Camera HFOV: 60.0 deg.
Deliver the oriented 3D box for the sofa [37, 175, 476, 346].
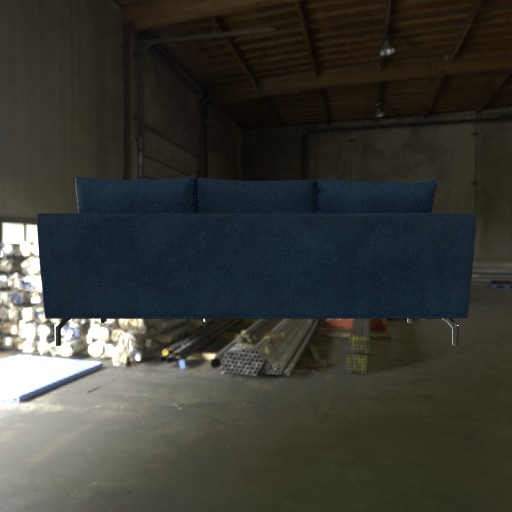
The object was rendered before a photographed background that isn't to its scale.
[{"bbox_3d":[0.000,0.000,3.252,2.438,0.987,1.622,0,1,0],"label":"sofa"}]
